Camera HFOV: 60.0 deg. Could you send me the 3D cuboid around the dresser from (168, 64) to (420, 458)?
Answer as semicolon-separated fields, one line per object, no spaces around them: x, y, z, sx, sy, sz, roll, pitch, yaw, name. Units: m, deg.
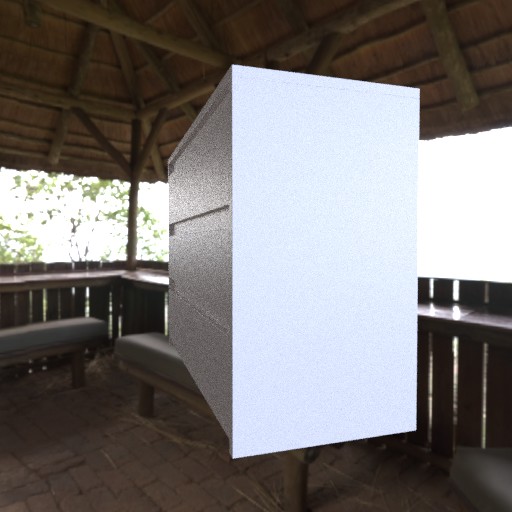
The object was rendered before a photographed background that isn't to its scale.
0.000;0.000;1.515;0.460;0.820;1.100;-1;2;-18;dresser
